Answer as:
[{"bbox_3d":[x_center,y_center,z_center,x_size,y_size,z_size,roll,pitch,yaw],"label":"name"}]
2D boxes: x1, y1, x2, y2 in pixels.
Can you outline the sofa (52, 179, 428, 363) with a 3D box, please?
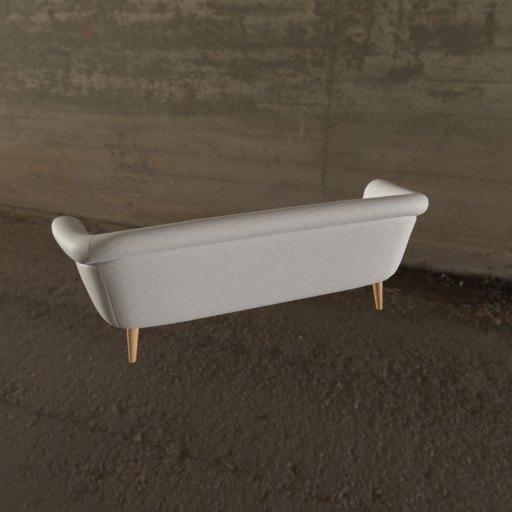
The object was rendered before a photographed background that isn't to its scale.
[{"bbox_3d":[0.000,0.000,2.568,2.160,0.795,0.827,-9,29,-16],"label":"sofa"}]
